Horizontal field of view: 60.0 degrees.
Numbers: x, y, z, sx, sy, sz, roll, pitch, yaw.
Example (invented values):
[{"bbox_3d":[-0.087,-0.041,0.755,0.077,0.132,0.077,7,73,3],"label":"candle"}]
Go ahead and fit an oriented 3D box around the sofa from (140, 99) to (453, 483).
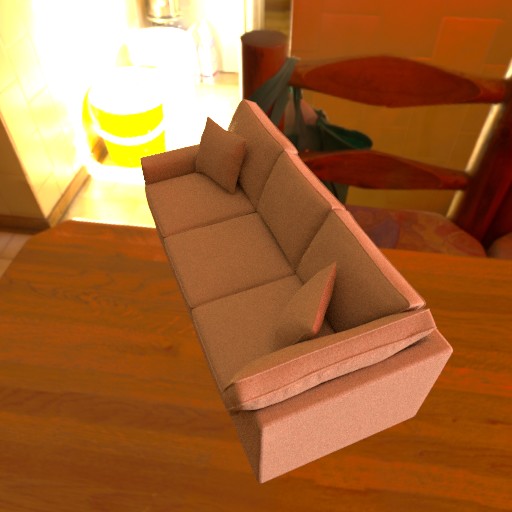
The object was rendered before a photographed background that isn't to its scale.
[{"bbox_3d":[0.000,0.000,2.842,1.061,0.962,2.317,-17,49,-15],"label":"sofa"}]
